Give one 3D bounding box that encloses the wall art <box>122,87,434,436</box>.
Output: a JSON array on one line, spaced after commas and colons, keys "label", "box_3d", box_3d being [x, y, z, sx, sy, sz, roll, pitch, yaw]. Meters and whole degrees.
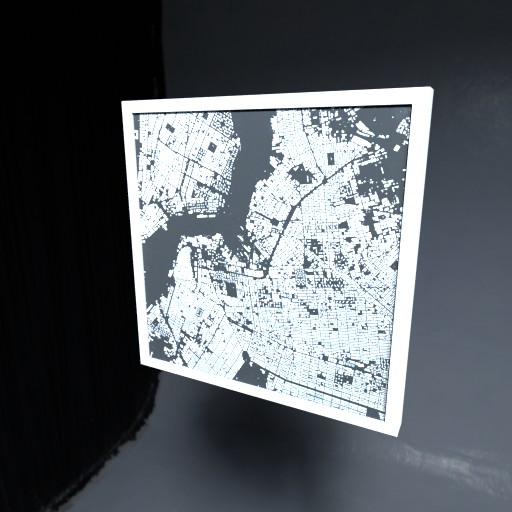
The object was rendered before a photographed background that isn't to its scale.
[{"label": "wall art", "box_3d": [0.000, 0.000, 0.744, 0.506, 0.506, 0.038, 7, 17, 26]}]
